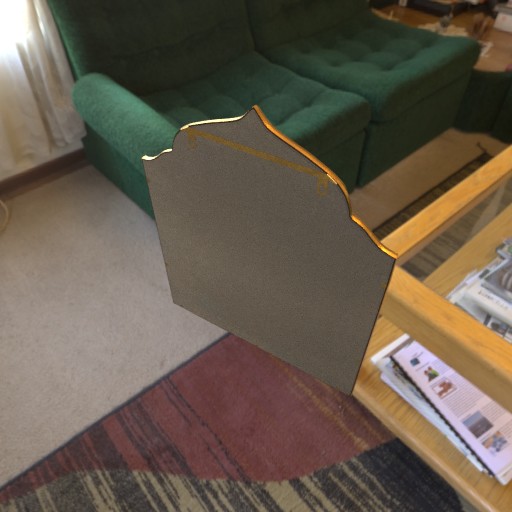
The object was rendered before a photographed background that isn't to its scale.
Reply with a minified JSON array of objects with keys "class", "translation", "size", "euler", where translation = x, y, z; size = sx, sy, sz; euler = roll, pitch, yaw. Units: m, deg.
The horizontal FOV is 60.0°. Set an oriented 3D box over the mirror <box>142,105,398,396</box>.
[{"class":"mirror","translation":[0.000,0.000,0.872],"size":[0.513,0.635,0.018],"euler":[24,51,21]}]
